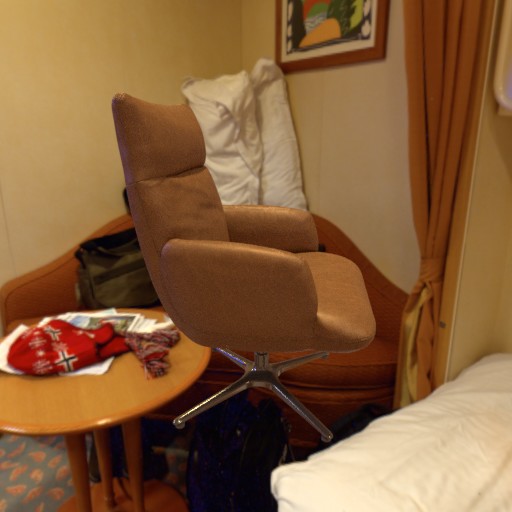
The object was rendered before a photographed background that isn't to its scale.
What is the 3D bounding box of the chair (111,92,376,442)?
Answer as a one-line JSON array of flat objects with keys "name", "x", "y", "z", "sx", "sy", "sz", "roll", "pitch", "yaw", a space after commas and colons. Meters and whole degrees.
[{"name": "chair", "x": 0.000, "y": 0.000, "z": 1.529, "sx": 0.794, "sy": 1.027, "sz": 0.711, "roll": 2, "pitch": 16, "yaw": 8}]
